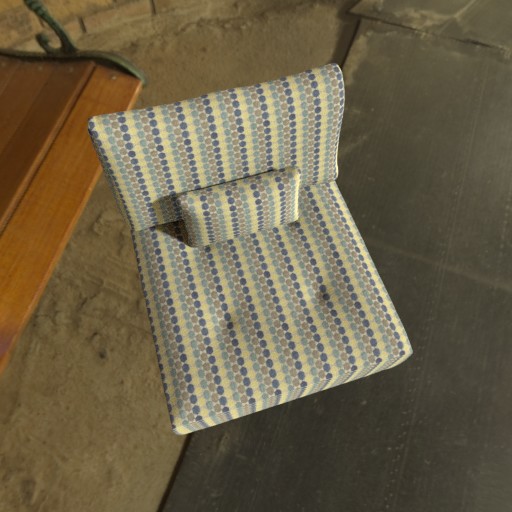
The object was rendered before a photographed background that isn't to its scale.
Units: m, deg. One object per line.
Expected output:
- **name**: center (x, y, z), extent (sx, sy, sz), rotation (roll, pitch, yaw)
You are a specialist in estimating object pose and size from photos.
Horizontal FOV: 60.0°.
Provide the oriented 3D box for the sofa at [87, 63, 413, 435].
- **sofa**: center (0.000, 0.000, 1.686), extent (0.930, 0.830, 1.000), rotation (-15, 65, -7)
